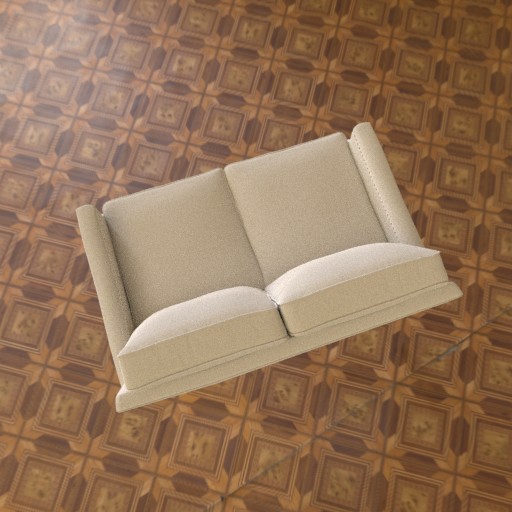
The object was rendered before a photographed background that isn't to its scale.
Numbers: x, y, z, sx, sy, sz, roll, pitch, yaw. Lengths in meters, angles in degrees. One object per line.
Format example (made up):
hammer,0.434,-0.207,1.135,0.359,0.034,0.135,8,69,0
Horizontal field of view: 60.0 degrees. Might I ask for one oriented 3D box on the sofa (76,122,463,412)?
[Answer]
sofa,0.000,0.000,2.273,1.597,1.003,1.084,-18,76,-5
